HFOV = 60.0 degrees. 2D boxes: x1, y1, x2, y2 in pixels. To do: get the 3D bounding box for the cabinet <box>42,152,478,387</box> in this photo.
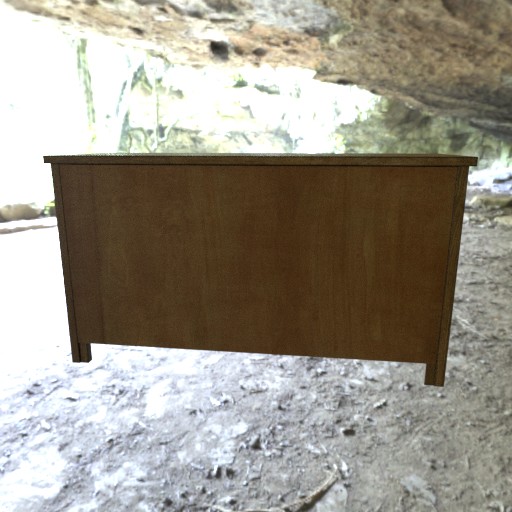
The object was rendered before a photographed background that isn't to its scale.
[{"bbox_3d":[0.000,0.000,1.818,1.474,0.813,0.480,2,14,7],"label":"cabinet"}]
